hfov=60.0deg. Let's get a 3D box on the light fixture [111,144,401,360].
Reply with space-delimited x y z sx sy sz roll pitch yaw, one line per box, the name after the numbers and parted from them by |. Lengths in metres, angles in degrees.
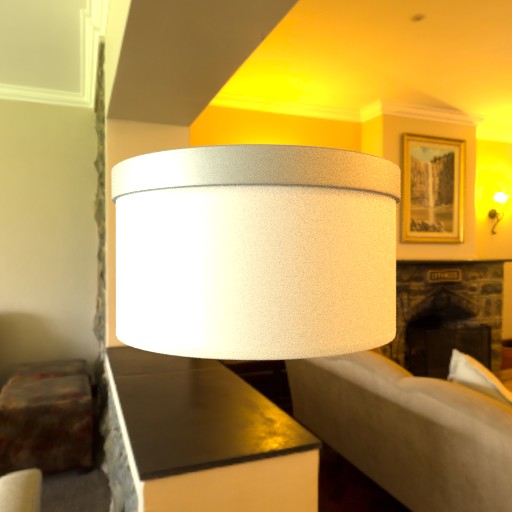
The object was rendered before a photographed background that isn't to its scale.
0.000 0.000 0.635 0.393 0.229 0.393 0 0 0 | light fixture
